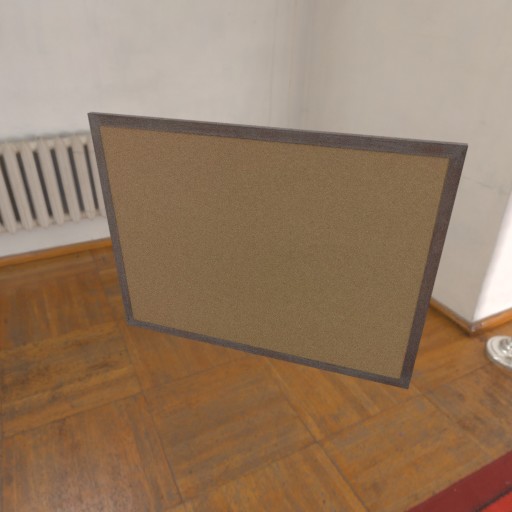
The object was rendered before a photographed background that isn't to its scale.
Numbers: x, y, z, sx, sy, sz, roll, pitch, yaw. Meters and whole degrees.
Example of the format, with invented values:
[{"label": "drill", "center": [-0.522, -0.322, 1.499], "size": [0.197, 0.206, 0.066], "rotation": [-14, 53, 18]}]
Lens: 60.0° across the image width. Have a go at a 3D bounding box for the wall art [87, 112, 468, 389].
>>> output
[{"label": "wall art", "center": [0.000, 0.000, 1.338], "size": [1.012, 0.774, 0.019], "rotation": [10, 32, 16]}]
